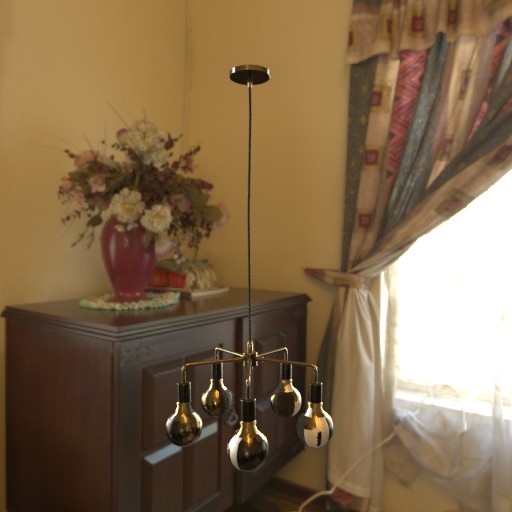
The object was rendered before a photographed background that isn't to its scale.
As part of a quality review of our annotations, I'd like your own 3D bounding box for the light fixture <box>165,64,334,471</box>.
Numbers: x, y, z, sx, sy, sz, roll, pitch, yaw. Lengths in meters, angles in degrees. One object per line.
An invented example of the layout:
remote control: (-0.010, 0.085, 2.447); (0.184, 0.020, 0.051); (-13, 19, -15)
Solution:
light fixture: (0.000, 0.000, 1.199); (0.421, 0.988, 0.438); (0, 1, 19)
